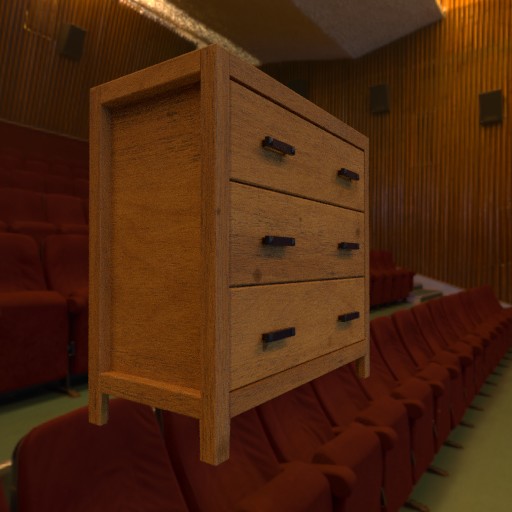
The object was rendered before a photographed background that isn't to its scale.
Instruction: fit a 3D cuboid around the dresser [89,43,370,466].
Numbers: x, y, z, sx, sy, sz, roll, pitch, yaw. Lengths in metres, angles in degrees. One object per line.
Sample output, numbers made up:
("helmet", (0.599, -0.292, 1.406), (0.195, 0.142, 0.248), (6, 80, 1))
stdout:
("dresser", (0.000, 0.000, 1.275), (0.427, 0.804, 0.804), (0, -1, 35))
